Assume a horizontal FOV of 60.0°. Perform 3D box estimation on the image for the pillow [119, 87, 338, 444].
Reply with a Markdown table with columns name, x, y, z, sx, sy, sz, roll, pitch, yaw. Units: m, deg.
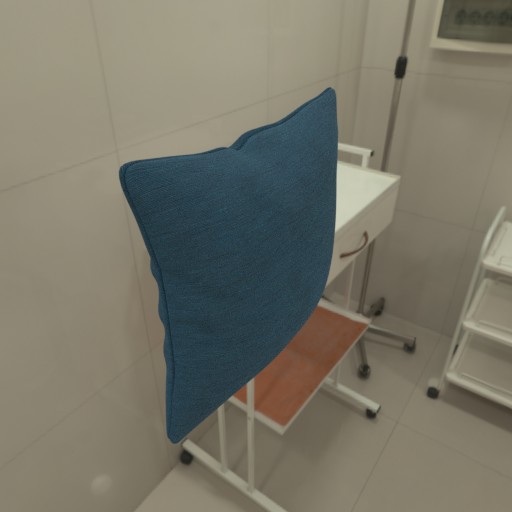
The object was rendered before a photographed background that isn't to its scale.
| name | x | y | z | sx | sy | sz | roll | pitch | yaw |
| --- | --- | --- | --- | --- | --- | --- | --- | --- | --- |
| pillow | 0.000 | 0.000 | 0.671 | 0.177 | 0.420 | 0.437 | 20 | 38 | 29 |
